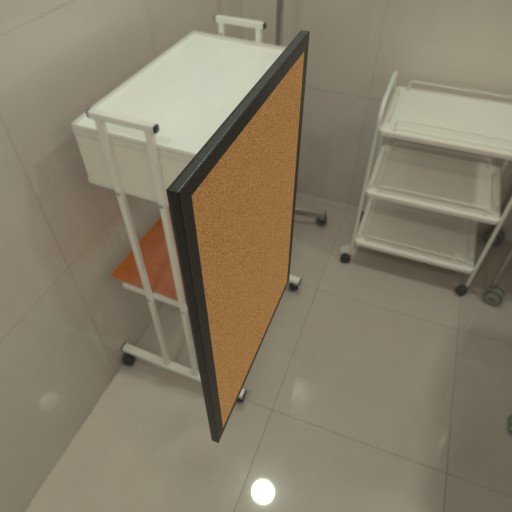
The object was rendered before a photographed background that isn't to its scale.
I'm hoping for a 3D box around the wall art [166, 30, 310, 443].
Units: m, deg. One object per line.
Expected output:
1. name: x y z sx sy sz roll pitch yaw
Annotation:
1. wall art: 0.000 0.000 0.847 0.016 0.657 0.480 15 48 14
